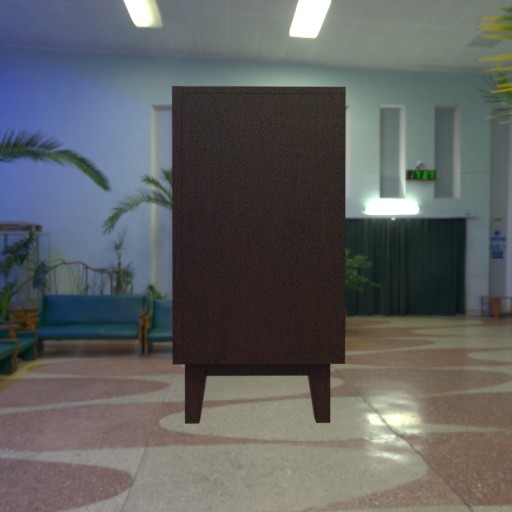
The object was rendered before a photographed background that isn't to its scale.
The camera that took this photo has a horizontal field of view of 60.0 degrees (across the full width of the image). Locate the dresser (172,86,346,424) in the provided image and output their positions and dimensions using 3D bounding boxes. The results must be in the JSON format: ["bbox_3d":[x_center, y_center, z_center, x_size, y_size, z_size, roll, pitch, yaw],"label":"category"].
[{"bbox_3d":[0.000,0.000,2.054,0.499,0.971,1.609,0,1,-1],"label":"dresser"}]
